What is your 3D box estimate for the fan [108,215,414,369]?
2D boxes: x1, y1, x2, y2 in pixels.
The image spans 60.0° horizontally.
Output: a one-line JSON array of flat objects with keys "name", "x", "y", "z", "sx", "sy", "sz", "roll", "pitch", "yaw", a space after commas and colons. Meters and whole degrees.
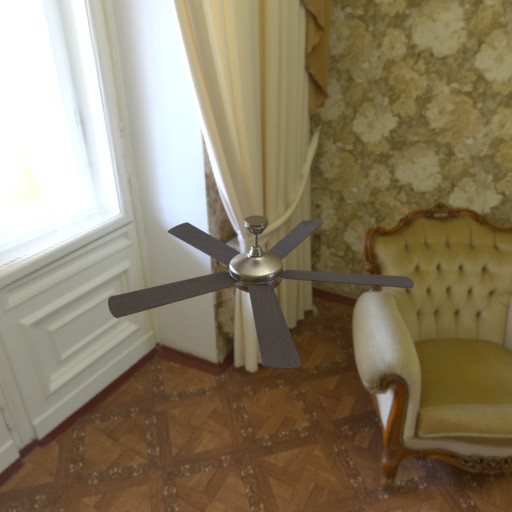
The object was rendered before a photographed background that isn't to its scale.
[{"name": "fan", "x": 0.000, "y": 0.000, "z": 2.026, "sx": 1.321, "sy": 0.356, "sz": 1.321, "roll": -8, "pitch": 28, "yaw": -15}]
